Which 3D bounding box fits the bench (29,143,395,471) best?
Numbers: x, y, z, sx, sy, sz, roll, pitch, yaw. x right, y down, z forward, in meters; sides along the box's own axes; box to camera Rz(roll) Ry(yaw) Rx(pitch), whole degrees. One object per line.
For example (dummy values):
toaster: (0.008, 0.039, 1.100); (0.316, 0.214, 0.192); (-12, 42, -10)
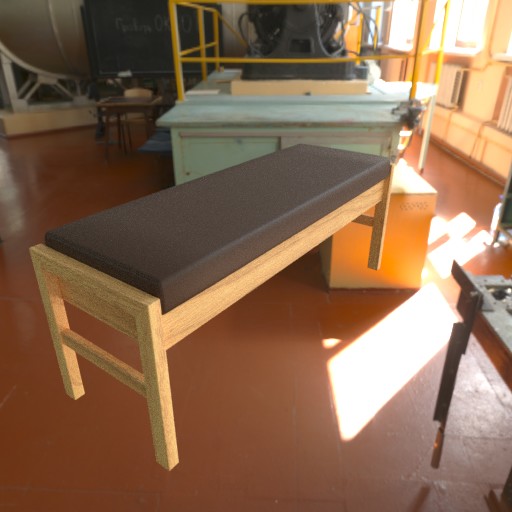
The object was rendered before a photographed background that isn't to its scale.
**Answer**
bench: (0.000, 0.000, 1.428); (0.405, 0.480, 1.200); (19, 32, 32)
